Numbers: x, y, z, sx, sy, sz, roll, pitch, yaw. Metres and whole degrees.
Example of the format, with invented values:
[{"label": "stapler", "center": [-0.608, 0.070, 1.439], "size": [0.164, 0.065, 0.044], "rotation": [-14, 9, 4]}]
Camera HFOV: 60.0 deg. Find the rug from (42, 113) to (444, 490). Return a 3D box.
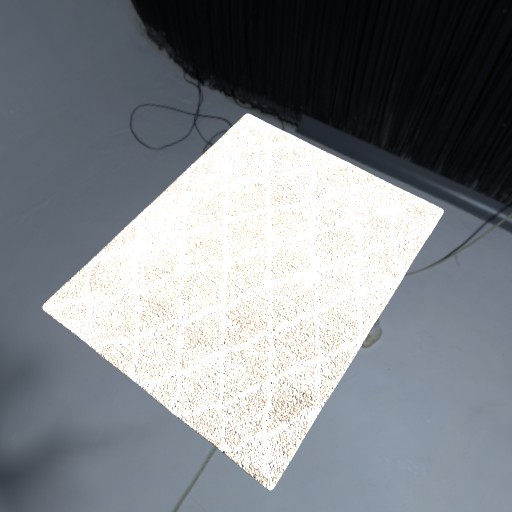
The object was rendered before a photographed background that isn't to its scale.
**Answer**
[{"label": "rug", "center": [0.000, 0.000, 4.133], "size": [2.438, 0.029, 3.047], "rotation": [31, 63, 18]}]
